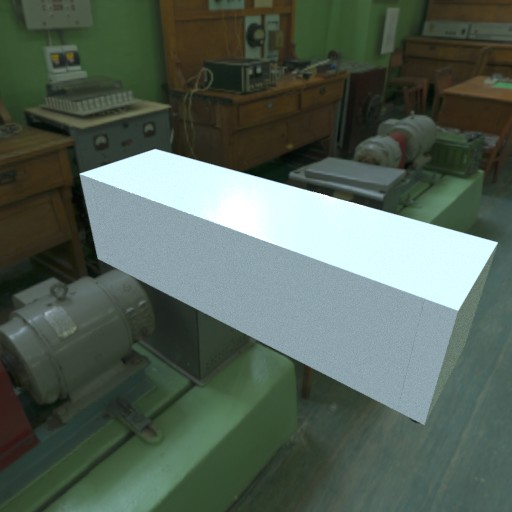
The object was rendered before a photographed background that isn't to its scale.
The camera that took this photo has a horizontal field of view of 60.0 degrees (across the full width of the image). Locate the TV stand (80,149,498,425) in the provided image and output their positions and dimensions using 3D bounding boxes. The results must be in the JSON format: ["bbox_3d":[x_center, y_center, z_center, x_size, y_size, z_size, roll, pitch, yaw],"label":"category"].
[{"bbox_3d":[0.000,0.000,1.682,1.500,0.440,0.410,21,37,31],"label":"TV stand"}]
